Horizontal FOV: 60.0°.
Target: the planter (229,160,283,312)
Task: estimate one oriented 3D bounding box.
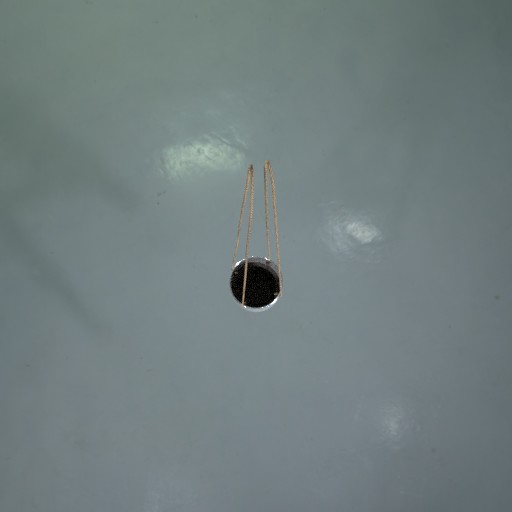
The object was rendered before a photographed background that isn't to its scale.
[{"bbox_3d":[0.000,0.000,1.155,0.187,1.073,0.187,-15,77,-4],"label":"planter"}]
